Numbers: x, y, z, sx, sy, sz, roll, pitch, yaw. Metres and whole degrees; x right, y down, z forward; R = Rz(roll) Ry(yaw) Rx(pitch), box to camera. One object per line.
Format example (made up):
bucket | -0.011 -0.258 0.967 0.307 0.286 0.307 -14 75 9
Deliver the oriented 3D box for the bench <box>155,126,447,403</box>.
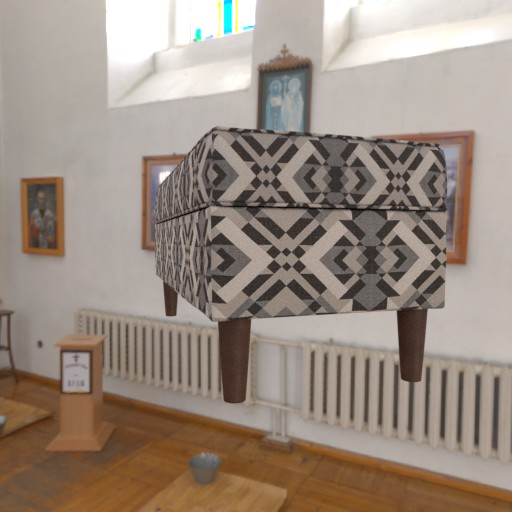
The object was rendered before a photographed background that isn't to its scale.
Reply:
bench | 0.000 0.000 1.278 0.492 0.477 1.016 -1 2 -18
